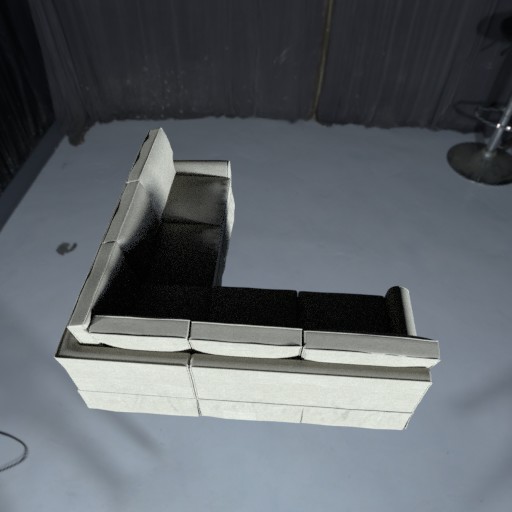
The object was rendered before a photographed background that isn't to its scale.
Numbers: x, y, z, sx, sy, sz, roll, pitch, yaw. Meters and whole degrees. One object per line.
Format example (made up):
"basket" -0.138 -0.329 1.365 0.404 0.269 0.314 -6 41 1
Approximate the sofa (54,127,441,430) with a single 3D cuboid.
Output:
"sofa" 0.000 0.000 4.060 2.618 1.081 2.623 3 48 3
